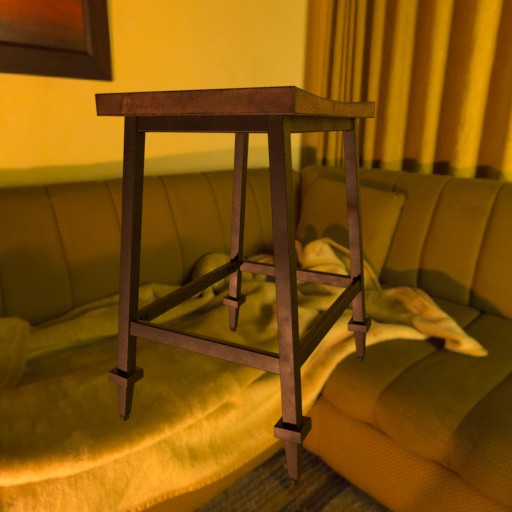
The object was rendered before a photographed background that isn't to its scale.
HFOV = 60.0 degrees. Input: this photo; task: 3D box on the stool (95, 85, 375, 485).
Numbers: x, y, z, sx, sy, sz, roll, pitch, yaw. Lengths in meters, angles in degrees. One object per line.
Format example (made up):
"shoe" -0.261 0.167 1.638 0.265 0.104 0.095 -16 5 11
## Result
"stool" 0.000 0.000 0.930 0.405 0.625 0.486 8 18 26
